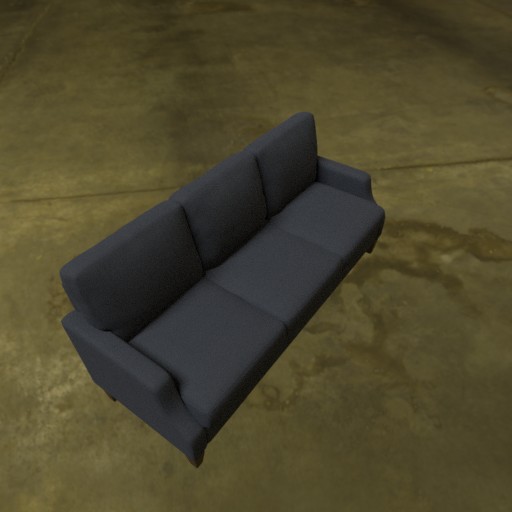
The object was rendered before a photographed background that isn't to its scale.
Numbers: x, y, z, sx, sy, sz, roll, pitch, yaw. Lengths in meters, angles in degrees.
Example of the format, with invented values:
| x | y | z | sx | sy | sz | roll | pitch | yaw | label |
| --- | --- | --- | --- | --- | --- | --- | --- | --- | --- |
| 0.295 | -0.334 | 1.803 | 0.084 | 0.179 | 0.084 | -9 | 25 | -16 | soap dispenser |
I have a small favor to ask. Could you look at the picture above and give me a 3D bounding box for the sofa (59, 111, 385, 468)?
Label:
| x | y | z | sx | sy | sz | roll | pitch | yaw | label |
| --- | --- | --- | --- | --- | --- | --- | --- | --- | --- |
| 0.000 | 0.000 | 2.680 | 0.888 | 0.984 | 2.115 | 26 | 48 | 26 | sofa |
